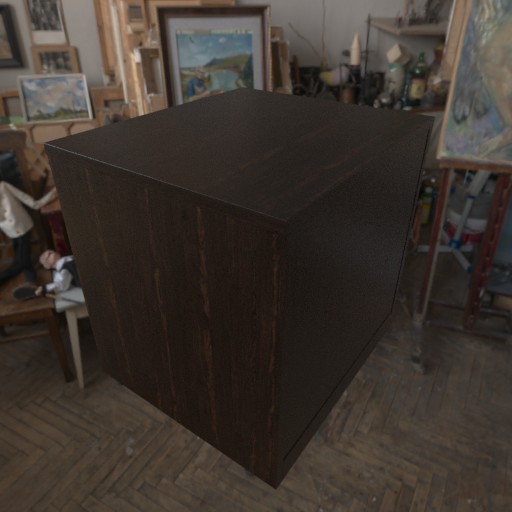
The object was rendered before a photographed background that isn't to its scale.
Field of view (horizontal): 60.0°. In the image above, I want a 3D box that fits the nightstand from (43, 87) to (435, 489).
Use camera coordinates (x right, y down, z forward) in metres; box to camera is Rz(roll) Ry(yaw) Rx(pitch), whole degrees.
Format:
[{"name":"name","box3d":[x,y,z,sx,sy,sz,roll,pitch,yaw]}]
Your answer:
[{"name":"nightstand","box3d":[0.000,0.000,0.848,0.427,0.487,0.489,21,38,30]}]
